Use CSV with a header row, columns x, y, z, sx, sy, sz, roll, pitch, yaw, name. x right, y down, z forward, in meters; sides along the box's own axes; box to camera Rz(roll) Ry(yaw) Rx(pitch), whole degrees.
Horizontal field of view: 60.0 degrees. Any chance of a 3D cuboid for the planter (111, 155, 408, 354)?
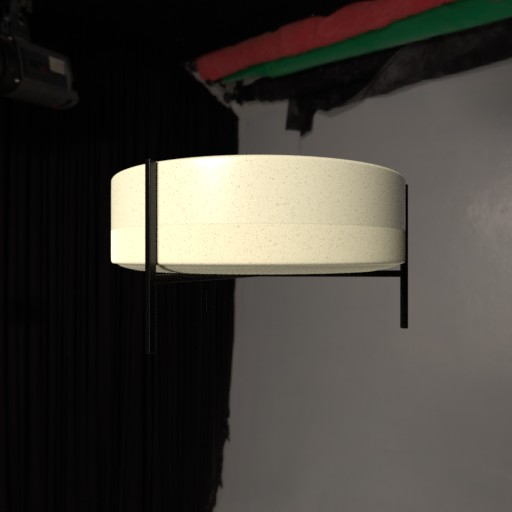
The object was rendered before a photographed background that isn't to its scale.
x,y,z,sx,sy,sz,roll,pitch,yaw,name
0.000,0.000,0.529,0.336,0.171,0.345,0,0,33,planter
